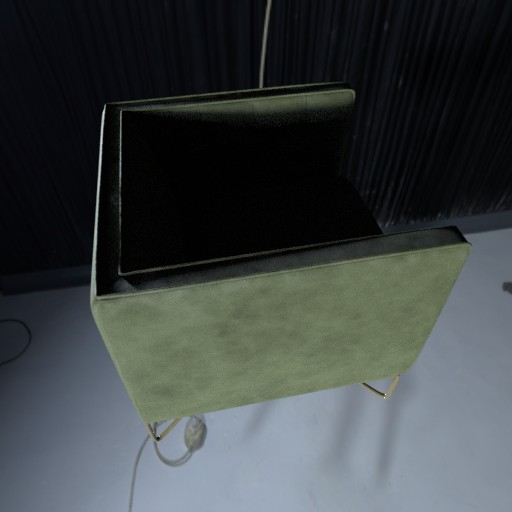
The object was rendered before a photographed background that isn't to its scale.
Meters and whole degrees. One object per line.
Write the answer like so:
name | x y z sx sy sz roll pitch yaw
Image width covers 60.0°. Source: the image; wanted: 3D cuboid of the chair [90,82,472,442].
chair | 0.000 0.000 1.526 0.894 0.790 0.880 -8 47 -8
